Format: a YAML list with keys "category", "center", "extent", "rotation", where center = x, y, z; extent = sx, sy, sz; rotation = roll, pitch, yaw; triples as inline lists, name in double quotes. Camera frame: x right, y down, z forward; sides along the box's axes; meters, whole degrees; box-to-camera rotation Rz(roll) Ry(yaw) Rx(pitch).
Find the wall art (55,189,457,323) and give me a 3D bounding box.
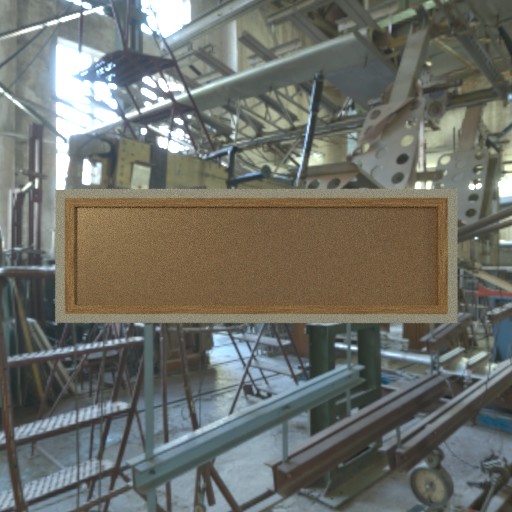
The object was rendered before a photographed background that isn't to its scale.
- category: "wall art"
  center: [0.000, 0.000, 1.693]
  extent: [1.520, 0.507, 0.039]
  rotation: [0, 0, 0]
